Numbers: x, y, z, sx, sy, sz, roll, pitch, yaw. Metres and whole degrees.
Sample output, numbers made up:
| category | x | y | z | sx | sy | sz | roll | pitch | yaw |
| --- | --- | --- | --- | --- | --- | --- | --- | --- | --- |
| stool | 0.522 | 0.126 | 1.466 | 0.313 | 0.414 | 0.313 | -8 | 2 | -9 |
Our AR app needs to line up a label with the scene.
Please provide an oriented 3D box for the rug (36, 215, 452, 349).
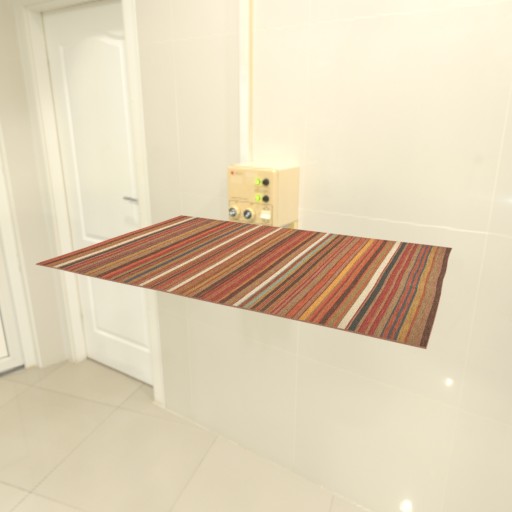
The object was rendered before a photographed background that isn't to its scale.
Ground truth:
| category | x | y | z | sx | sy | sz | roll | pitch | yaw |
| --- | --- | --- | --- | --- | --- | --- | --- | --- | --- |
| rug | 0.000 | 0.000 | 2.316 | 1.828 | 0.007 | 1.217 | 9 | 20 | 25 |
